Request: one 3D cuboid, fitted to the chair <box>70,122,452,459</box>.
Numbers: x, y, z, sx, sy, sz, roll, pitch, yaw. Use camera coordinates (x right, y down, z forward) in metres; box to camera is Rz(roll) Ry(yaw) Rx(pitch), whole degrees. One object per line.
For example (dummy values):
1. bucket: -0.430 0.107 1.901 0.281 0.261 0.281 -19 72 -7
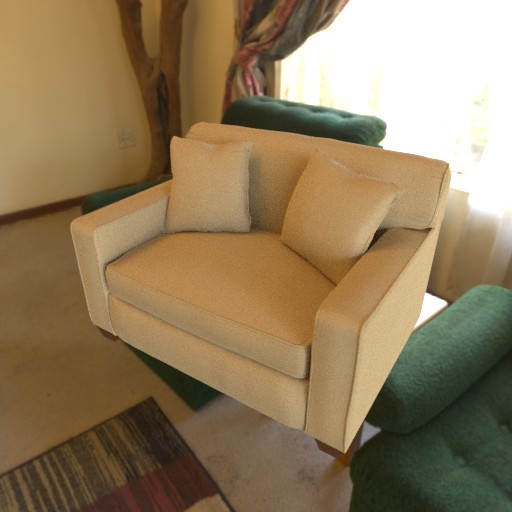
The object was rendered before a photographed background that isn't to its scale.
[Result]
1. chair: 0.000 0.000 2.041 1.383 0.948 1.000 18 34 29
